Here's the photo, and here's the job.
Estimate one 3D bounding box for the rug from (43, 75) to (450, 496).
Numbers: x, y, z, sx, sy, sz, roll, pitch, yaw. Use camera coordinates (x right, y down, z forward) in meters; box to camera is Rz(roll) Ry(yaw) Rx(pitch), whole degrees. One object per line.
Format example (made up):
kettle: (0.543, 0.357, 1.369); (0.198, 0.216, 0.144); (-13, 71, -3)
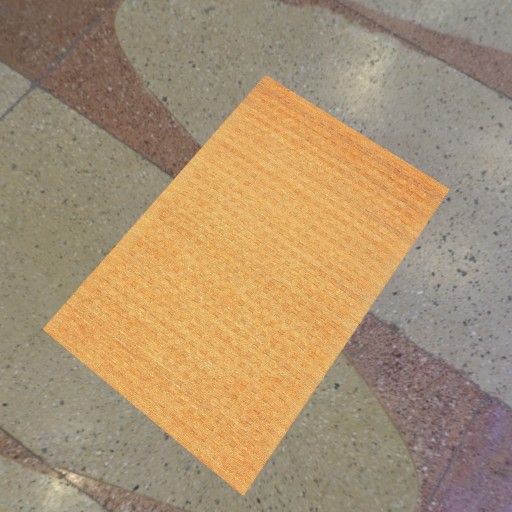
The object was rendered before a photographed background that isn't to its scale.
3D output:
rug: (0.000, 0.000, 2.822); (1.524, 0.006, 2.285); (35, 76, 10)
